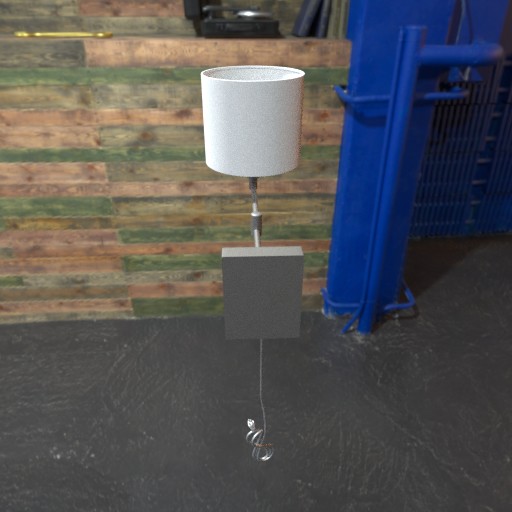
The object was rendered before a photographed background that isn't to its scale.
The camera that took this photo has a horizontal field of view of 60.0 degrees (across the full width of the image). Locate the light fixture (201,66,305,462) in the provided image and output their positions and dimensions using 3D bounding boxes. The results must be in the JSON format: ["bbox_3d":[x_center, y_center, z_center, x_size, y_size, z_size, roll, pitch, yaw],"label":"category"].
[{"bbox_3d":[0.000,0.000,0.901,0.203,0.651,0.516,-1,30,-2],"label":"light fixture"}]
